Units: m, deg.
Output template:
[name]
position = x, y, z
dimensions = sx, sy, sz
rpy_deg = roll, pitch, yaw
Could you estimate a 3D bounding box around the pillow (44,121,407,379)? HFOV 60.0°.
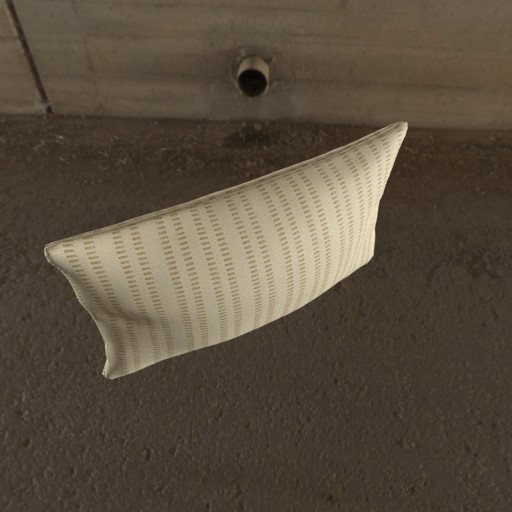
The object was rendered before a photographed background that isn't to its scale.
[pillow]
position = 0.000, 0.000, 0.804
dimensions = 0.640, 0.353, 0.210
rpy_deg = -23, 51, -20
